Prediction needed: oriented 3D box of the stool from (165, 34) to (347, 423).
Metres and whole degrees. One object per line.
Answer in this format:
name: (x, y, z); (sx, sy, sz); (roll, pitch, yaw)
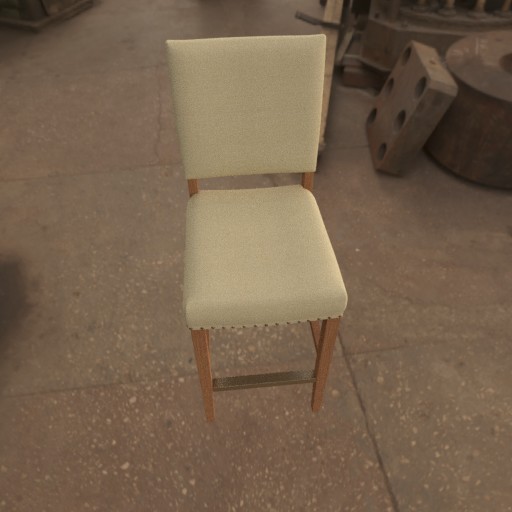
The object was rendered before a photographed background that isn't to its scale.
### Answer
stool: (0.000, 0.000, 1.436); (0.445, 1.168, 0.584); (-4, 46, -4)
